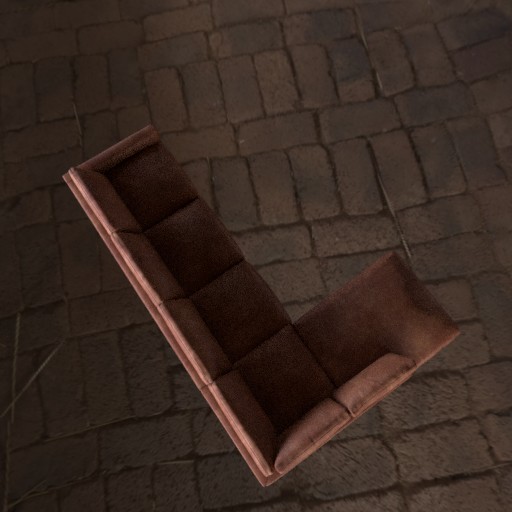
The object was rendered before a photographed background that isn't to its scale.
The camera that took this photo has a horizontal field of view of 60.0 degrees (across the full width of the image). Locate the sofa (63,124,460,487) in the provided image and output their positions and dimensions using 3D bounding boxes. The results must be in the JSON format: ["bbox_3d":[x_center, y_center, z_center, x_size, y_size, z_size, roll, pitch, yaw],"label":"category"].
[{"bbox_3d":[0.000,0.000,3.770,1.938,0.877,2.984,-34,76,-9],"label":"sofa"}]
